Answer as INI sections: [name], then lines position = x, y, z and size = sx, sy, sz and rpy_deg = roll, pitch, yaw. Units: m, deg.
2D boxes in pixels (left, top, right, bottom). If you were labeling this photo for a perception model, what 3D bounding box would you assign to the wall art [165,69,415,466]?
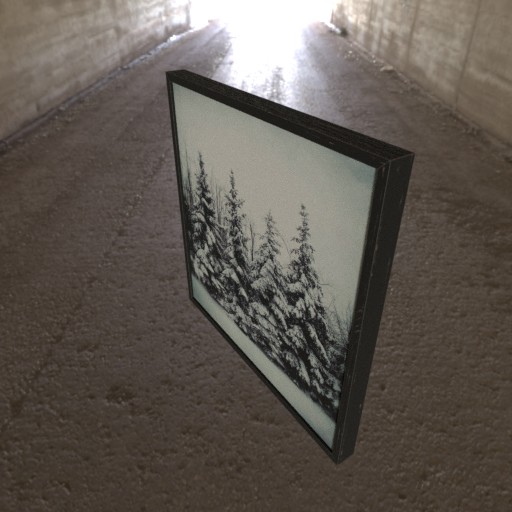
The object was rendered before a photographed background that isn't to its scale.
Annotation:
[wall art]
position = 0.000, 0.000, 0.743
size = 0.036, 0.506, 0.506
rpy_deg = -21, 39, -28
